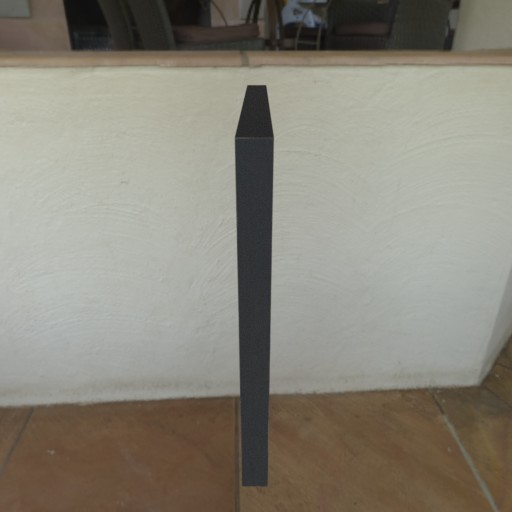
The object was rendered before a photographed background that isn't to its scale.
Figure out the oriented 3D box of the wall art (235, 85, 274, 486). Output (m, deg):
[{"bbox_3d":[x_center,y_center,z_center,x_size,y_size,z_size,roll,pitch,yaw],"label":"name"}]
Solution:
[{"bbox_3d":[0.000,0.000,0.769,0.038,0.508,0.508,0,26,0],"label":"wall art"}]
